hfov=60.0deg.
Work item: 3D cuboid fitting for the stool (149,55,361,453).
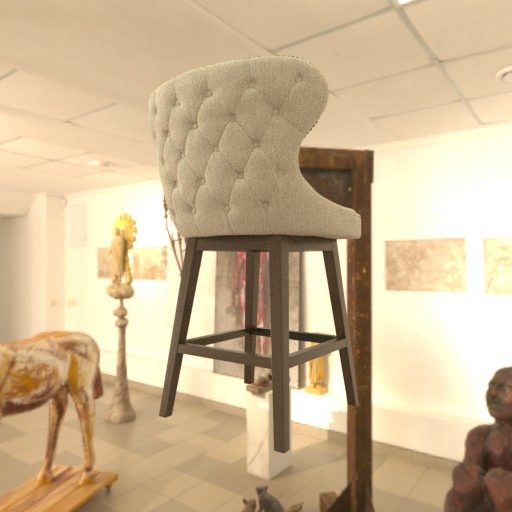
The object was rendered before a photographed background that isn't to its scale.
[{"bbox_3d":[0.000,0.000,1.376,0.615,0.972,0.597,0,0,36],"label":"stool"}]
